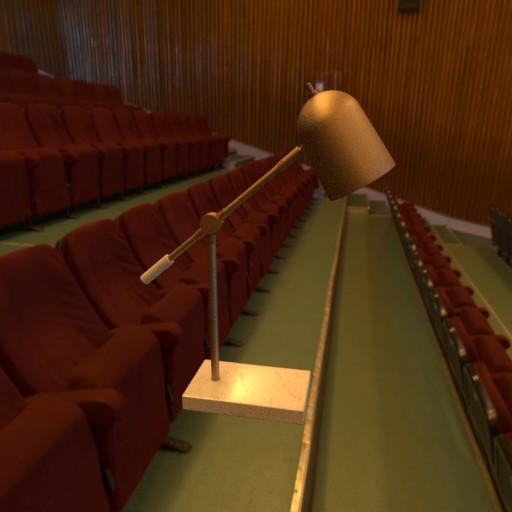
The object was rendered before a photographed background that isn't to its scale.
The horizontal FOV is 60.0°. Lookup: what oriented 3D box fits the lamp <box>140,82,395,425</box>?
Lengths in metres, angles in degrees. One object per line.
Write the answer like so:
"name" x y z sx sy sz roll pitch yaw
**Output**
"lamp" 0.000 0.000 0.829 0.471 0.603 0.144 3 17 11
